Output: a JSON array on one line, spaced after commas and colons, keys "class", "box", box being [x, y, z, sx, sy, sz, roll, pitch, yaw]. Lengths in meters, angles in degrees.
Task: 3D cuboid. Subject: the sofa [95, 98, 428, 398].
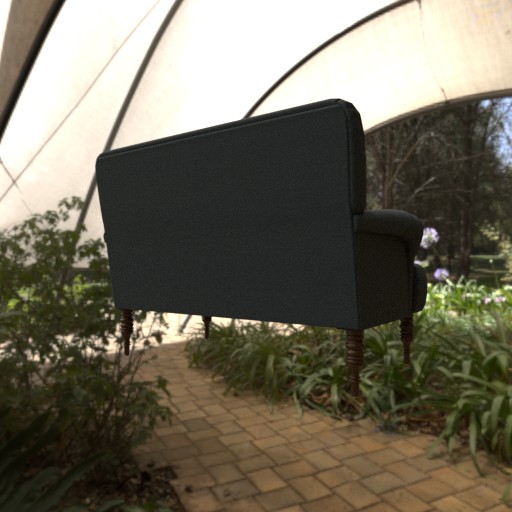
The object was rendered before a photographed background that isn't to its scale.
[{"class": "sofa", "box": [0.000, 0.000, 1.878, 1.297, 0.889, 0.779, -1, -1, 35]}]
